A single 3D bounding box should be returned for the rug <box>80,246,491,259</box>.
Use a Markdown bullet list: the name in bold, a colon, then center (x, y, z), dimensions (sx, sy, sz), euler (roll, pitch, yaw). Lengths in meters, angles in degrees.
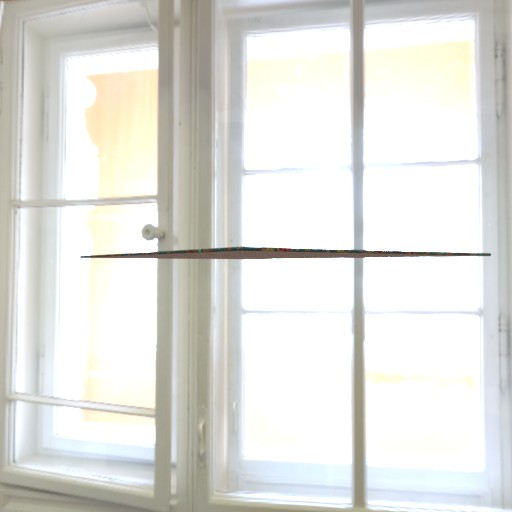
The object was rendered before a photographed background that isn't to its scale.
- **rug**: center (0.000, 0.000, 4.209), dimensions (2.434, 0.025, 3.204), euler (1, -1, -35)
